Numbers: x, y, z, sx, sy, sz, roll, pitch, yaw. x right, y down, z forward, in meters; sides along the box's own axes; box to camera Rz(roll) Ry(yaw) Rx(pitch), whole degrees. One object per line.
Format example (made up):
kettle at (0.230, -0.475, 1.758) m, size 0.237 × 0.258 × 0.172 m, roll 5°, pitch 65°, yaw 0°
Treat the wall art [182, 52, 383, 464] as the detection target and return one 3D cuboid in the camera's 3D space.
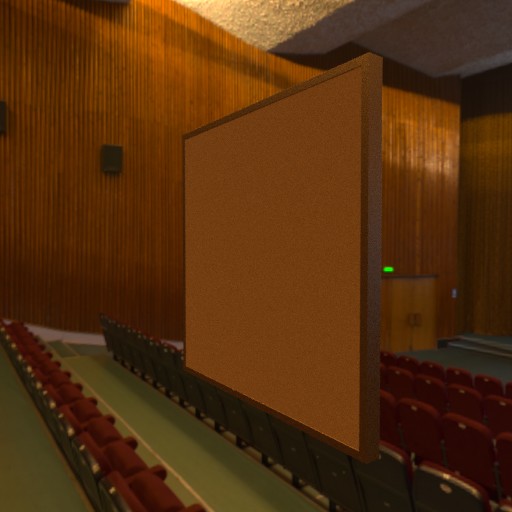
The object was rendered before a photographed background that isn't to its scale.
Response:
wall art at (0.000, 0.000, 1.140) m, size 0.038 × 0.762 × 0.762 m, roll -1°, pitch 2°, yaw -36°
